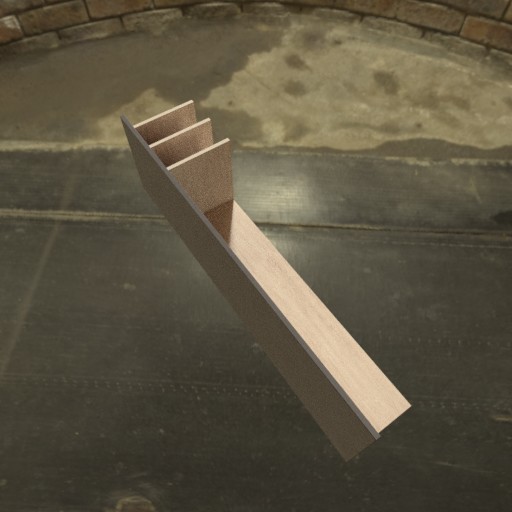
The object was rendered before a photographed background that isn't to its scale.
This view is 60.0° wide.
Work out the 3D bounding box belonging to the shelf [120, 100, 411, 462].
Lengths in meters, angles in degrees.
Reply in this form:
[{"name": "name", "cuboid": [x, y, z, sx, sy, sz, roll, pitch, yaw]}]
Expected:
[{"name": "shelf", "cuboid": [0.000, 0.000, 1.156, 0.200, 0.300, 1.020, -31, 63, -18]}]
